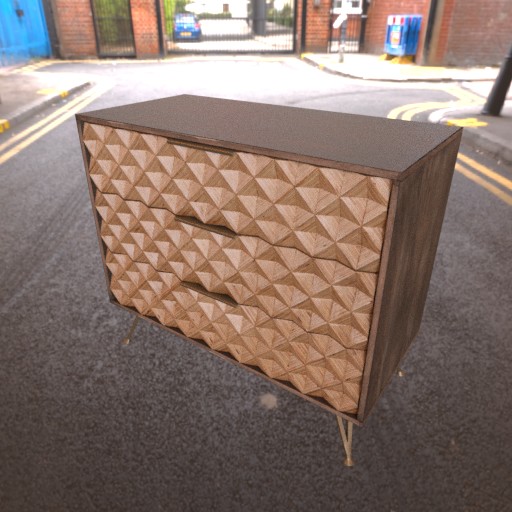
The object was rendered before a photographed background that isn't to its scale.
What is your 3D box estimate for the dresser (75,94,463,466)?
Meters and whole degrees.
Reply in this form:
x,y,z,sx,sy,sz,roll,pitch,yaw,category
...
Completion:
x,y,z,sx,sy,sz,roll,pitch,yaw,category
0.000,0.000,1.343,0.923,0.801,0.453,18,33,30,dresser
